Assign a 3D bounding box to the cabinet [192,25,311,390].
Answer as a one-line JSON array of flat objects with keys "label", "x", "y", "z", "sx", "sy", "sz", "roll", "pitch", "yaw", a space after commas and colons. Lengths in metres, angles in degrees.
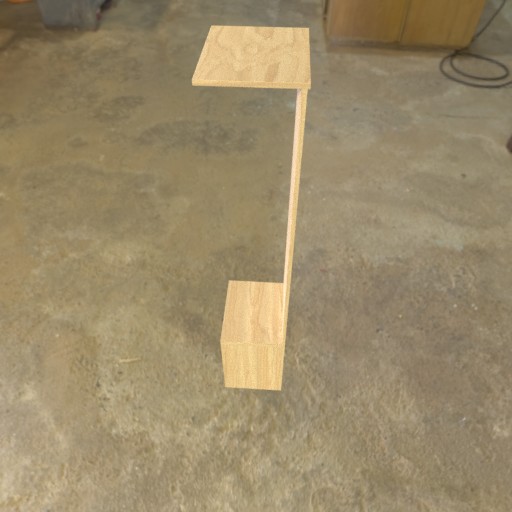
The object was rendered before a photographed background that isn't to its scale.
[{"label": "cabinet", "x": 0.000, "y": 0.000, "z": 2.075, "sx": 0.338, "sy": 1.879, "sz": 0.411, "roll": 3, "pitch": 47, "yaw": 3}]
